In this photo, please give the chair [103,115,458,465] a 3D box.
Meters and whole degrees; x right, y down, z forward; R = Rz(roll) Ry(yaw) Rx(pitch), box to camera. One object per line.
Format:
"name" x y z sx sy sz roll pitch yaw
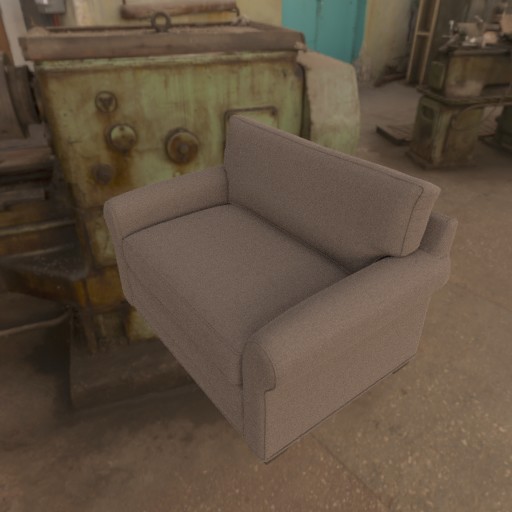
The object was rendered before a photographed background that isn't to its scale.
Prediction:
"chair" 0.000 0.000 2.007 0.930 0.930 1.390 -22 38 -31
